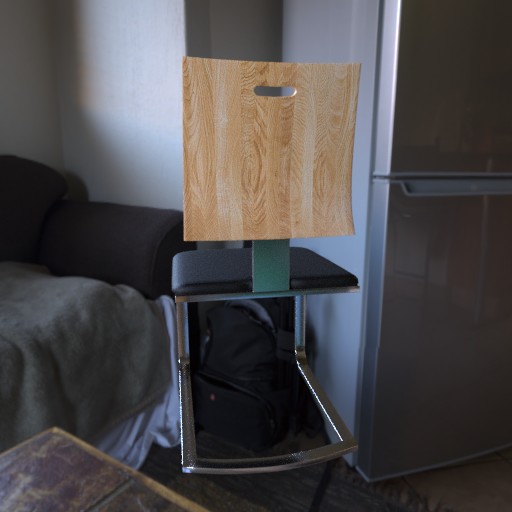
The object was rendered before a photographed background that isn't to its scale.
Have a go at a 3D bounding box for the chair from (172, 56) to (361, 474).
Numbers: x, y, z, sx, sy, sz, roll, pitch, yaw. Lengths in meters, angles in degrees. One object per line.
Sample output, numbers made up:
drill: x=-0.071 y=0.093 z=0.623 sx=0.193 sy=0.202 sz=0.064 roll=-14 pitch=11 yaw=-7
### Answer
chair: x=0.000 y=0.000 z=1.227 sx=0.462 sy=0.936 sz=0.560 roll=-2 pitch=14 yaw=-10
